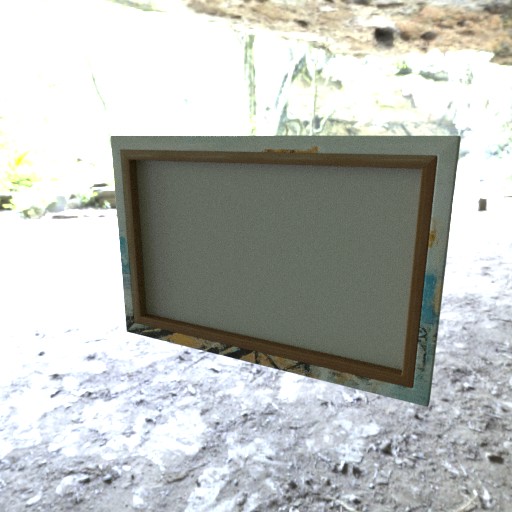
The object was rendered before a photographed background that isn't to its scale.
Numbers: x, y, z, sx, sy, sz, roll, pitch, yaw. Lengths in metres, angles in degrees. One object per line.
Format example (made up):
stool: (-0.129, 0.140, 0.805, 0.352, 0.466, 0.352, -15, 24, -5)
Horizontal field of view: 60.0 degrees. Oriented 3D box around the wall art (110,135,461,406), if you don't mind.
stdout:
wall art: (0.000, 0.000, 1.162, 0.913, 0.609, 0.038, 8, 17, 26)
